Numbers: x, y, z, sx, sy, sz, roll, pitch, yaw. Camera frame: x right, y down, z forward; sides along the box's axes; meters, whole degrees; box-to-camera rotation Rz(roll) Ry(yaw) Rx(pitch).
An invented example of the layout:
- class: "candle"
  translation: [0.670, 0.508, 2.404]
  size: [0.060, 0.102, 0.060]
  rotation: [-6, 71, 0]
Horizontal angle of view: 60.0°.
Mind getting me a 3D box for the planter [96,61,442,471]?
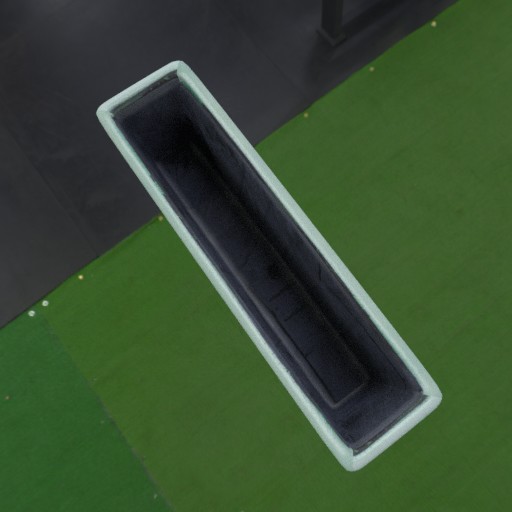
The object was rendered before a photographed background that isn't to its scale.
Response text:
- class: "planter"
  translation: [0.000, 0.000, 0.305]
  size: [0.072, 0.072, 0.275]
  rotation: [-35, 79, -8]
